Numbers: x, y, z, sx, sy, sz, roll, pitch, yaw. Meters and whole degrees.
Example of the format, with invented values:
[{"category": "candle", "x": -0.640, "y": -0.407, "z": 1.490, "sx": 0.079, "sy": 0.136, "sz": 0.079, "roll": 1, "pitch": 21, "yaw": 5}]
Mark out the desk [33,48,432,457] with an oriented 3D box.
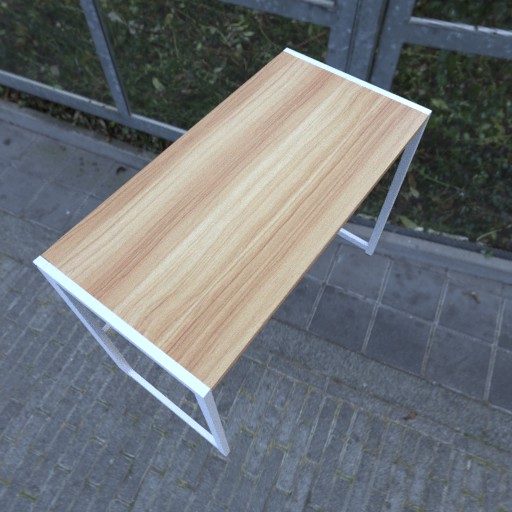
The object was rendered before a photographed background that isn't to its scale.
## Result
[{"category": "desk", "x": 0.000, "y": 0.000, "z": 1.460, "sx": 0.508, "sy": 0.762, "sz": 1.016, "roll": 32, "pitch": 63, "yaw": 19}]
